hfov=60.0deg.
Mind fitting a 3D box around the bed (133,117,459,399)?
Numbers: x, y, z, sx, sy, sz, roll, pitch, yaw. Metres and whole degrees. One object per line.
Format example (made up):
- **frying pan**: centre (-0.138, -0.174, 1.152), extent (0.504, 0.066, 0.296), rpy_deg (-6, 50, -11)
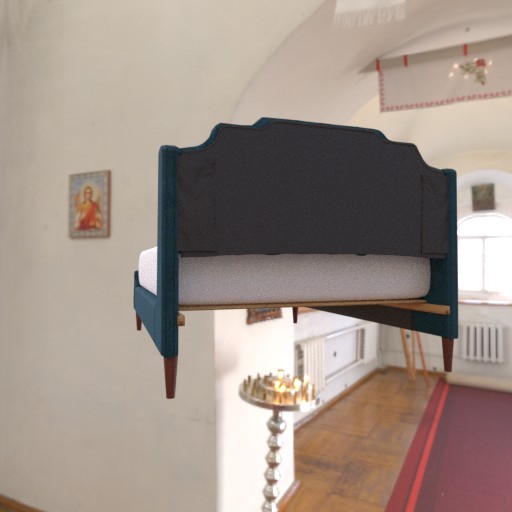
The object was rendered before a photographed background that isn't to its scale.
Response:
- **bed**: centre (0.000, 0.000, 3.360), extent (1.676, 1.351, 2.322), rpy_deg (0, -1, -18)
